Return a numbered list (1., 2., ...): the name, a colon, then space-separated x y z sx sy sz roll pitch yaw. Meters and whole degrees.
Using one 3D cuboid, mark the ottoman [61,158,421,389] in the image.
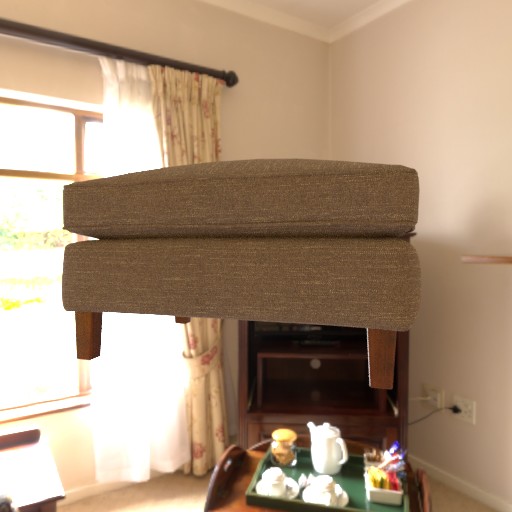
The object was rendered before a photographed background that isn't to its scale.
1. ottoman: 0.000 0.000 0.997 0.686 0.406 0.508 1 2 18
